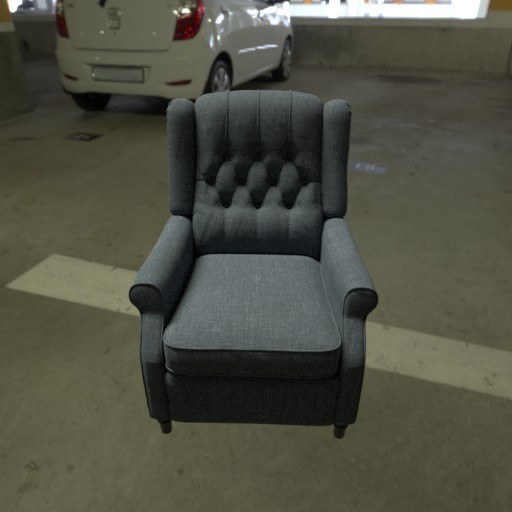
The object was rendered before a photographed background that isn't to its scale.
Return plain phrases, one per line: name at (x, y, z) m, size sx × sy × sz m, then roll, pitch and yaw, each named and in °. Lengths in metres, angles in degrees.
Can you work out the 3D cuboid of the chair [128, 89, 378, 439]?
chair at (0.000, 0.000, 1.612) m, size 0.742 × 1.035 × 0.898 m, roll 1°, pitch 30°, yaw 2°
